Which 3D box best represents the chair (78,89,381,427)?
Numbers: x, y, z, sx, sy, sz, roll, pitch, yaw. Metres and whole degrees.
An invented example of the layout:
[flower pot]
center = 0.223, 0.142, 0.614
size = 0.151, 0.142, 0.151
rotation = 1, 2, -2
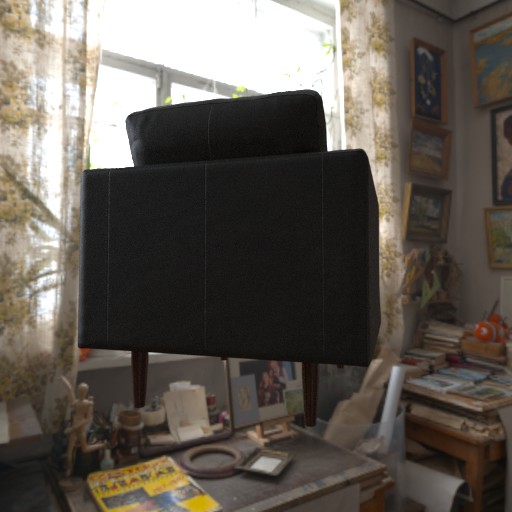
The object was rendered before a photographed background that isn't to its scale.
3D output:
[chair]
center = 0.000, 0.000, 1.568
size = 0.831, 0.898, 0.879
rotation = 0, -1, 17
